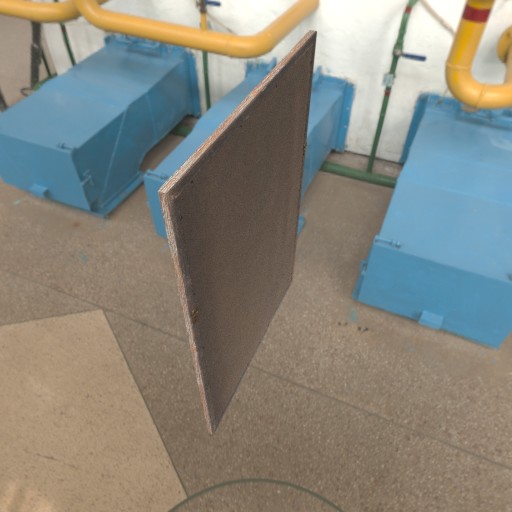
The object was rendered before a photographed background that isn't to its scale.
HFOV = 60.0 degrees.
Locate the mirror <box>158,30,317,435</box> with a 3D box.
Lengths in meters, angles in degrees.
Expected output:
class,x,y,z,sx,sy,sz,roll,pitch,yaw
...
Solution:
class,x,y,z,sx,sy,sz,roll,pitch,yaw
mirror,0.000,0.000,1.275,0.025,0.996,0.705,19,50,16
